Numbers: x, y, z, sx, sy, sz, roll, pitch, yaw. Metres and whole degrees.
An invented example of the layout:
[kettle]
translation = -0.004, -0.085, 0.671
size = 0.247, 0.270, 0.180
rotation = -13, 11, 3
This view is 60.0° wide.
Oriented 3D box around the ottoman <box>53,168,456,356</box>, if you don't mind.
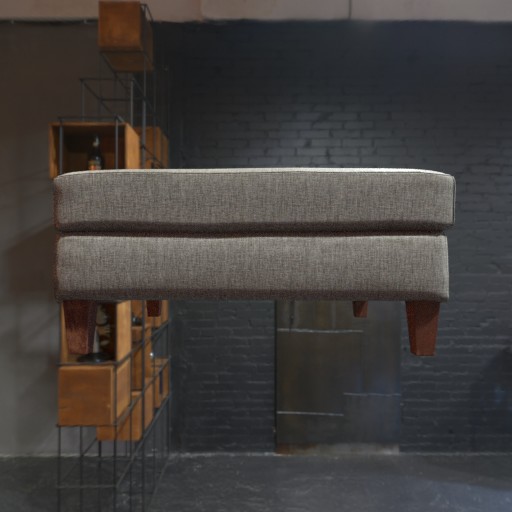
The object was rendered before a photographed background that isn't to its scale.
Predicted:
[ottoman]
translation = 0.000, 0.000, 1.466
size = 0.994, 0.492, 0.839
rotation = 0, -1, 1
